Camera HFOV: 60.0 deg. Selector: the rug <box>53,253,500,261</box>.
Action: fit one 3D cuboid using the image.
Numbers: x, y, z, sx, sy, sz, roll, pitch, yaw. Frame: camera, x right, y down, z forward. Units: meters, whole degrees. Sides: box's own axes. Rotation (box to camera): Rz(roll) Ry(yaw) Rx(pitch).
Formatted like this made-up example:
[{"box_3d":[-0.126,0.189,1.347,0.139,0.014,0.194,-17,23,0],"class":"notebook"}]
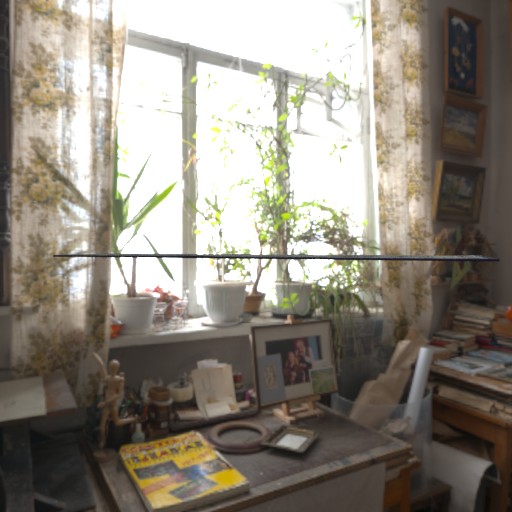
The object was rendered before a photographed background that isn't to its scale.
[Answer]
[{"box_3d":[0.000,0.000,2.428,2.283,0.016,0.602,0,1,21],"class":"rug"}]
